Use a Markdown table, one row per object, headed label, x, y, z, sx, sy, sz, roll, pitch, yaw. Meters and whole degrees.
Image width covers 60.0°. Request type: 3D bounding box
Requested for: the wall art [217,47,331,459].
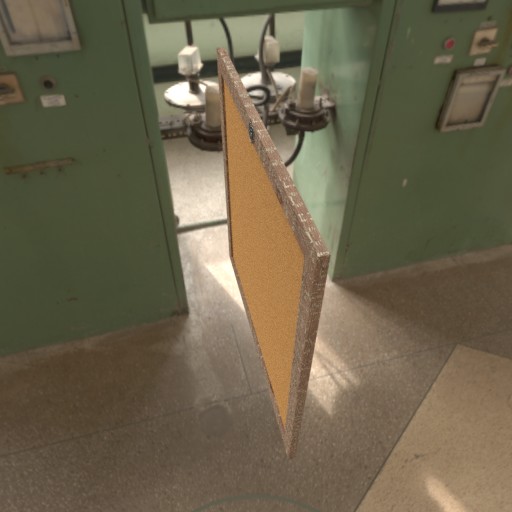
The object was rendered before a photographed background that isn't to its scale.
| label | x | y | z | sx | sy | sz | roll | pitch | yaw |
| --- | --- | --- | --- | --- | --- | --- | --- | --- | --- |
| wall art | 0.000 | 0.000 | 0.577 | 0.012 | 0.384 | 0.384 | -10 | 47 | -10 |
